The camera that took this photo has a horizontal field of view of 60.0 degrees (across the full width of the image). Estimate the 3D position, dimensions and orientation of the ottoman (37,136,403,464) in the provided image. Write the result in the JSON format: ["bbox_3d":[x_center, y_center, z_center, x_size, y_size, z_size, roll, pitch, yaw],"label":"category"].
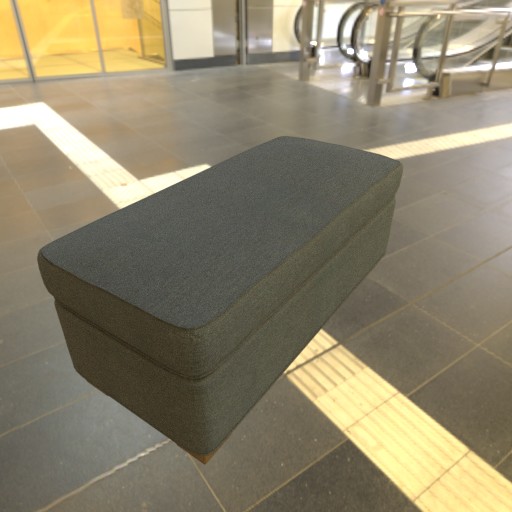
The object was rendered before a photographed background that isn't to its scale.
[{"bbox_3d":[0.000,0.000,1.382,0.515,0.460,1.110,21,38,29],"label":"ottoman"}]
